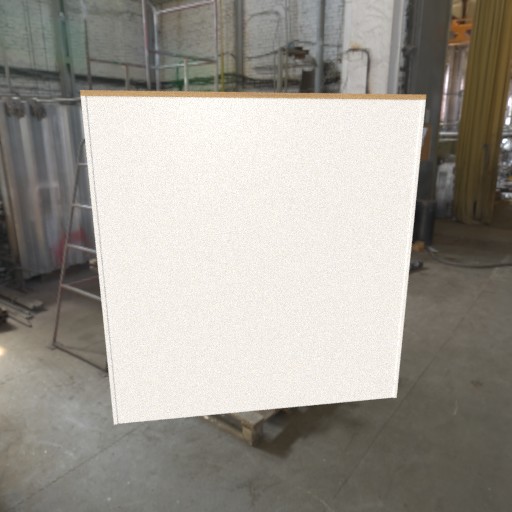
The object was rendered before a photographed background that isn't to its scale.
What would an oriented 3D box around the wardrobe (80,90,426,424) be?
[{"bbox_3d":[0.000,0.000,3.322,2.160,2.260,0.590,-2,16,-9],"label":"wardrobe"}]
